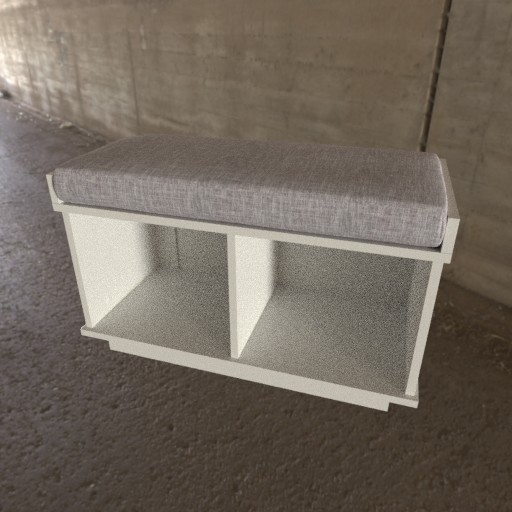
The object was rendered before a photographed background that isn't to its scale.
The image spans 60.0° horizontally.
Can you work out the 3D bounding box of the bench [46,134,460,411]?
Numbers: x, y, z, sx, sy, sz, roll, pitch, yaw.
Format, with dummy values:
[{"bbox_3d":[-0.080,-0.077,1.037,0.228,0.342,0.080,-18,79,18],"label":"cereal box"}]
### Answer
[{"bbox_3d":[0.000,0.000,0.984,0.734,0.461,0.362,8,28,15],"label":"bench"}]
